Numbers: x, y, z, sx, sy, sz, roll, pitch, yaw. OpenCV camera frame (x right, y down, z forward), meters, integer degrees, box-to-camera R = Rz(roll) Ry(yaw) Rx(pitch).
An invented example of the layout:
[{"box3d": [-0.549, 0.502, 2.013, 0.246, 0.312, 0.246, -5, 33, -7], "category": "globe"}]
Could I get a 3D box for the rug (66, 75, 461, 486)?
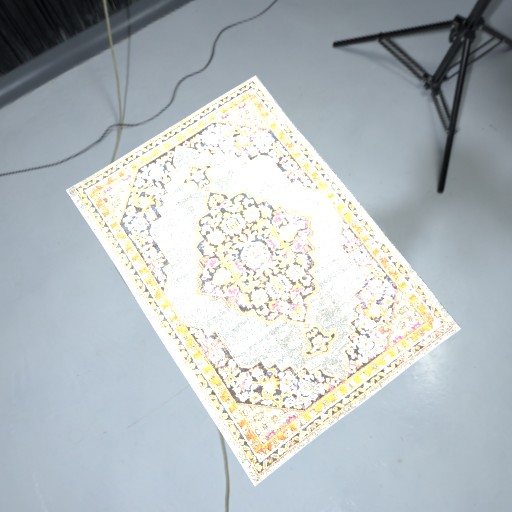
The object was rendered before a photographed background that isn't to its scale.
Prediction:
[{"box3d": [0.000, 0.000, 3.734, 2.043, 0.026, 2.901, -34, 78, -8], "category": "rug"}]
